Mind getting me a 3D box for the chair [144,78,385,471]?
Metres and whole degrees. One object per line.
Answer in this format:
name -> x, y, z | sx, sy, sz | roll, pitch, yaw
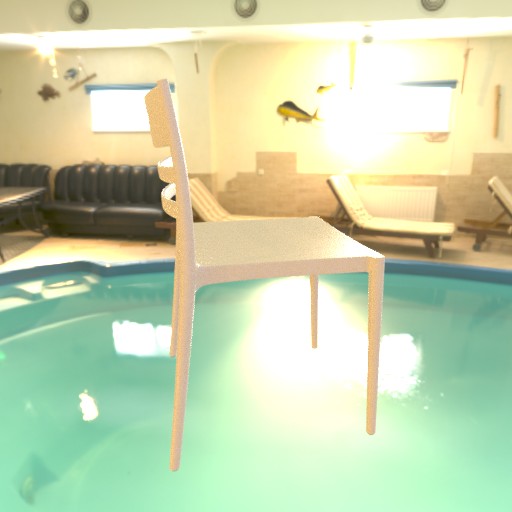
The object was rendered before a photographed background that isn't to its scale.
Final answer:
chair -> 0.000, 0.000, 1.141 | 0.511, 0.800, 0.531 | -3, 16, -10
